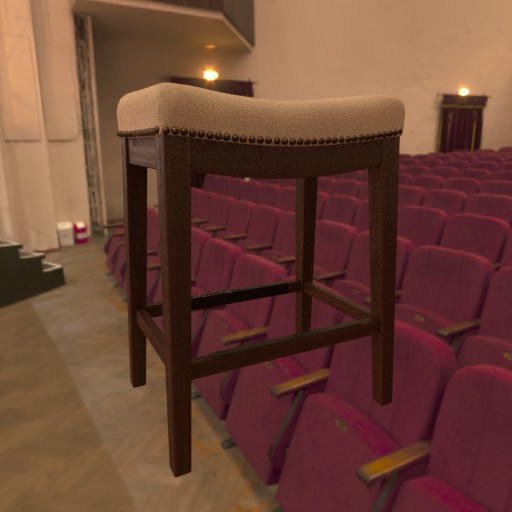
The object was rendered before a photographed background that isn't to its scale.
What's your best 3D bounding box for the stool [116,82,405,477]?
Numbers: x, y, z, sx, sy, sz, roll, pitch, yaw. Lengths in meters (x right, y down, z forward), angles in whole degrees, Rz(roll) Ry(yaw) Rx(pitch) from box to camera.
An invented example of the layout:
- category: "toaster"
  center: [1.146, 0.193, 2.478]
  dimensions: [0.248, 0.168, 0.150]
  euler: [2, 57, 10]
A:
- category: "stool"
  center: [0.000, 0.000, 0.965]
  dimensions: [0.509, 0.669, 0.363]
  euler: [-7, 16, -26]
